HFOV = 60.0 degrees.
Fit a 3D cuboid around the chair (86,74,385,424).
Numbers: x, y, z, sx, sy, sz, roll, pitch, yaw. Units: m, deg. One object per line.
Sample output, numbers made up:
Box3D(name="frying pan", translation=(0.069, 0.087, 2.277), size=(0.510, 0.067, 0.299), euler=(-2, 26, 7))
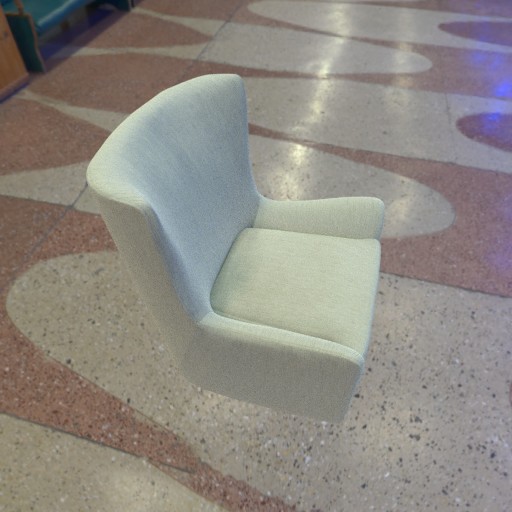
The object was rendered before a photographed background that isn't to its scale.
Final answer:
Box3D(name="chair", translation=(0.000, 0.000, 1.631), size=(0.904, 1.000, 0.779), euler=(12, 47, 11))
